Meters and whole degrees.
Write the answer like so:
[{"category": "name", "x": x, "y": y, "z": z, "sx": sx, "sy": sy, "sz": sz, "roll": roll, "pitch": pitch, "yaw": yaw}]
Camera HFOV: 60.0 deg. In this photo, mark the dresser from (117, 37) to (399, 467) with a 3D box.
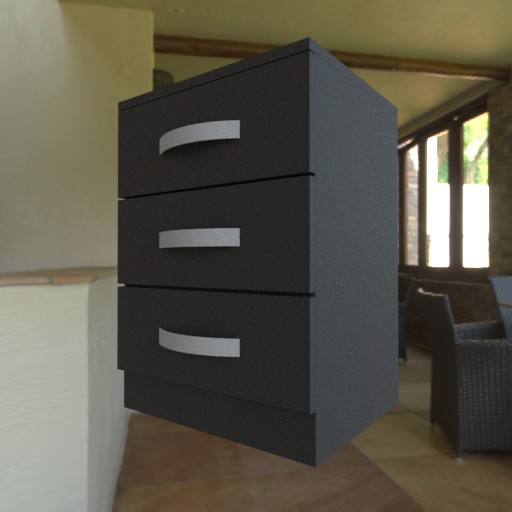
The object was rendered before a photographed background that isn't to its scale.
[{"category": "dresser", "x": 0.000, "y": 0.000, "z": 0.810, "sx": 0.400, "sy": 0.560, "sz": 0.360, "roll": 0, "pitch": -1, "yaw": 37}]
